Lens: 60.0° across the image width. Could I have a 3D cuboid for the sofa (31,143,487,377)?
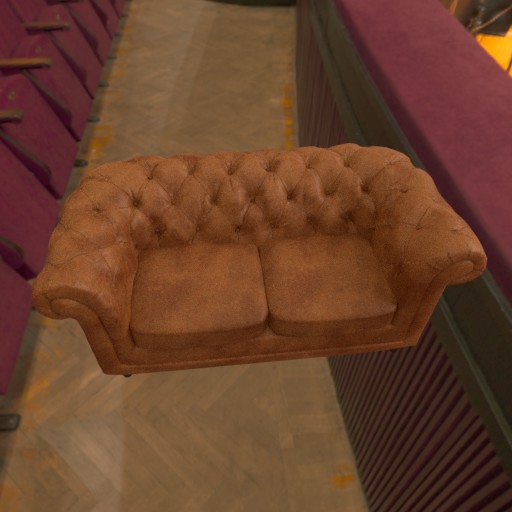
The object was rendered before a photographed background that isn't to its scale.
[{"bbox_3d":[0.000,0.000,2.456,1.979,0.877,1.042,-4,46,-4],"label":"sofa"}]
